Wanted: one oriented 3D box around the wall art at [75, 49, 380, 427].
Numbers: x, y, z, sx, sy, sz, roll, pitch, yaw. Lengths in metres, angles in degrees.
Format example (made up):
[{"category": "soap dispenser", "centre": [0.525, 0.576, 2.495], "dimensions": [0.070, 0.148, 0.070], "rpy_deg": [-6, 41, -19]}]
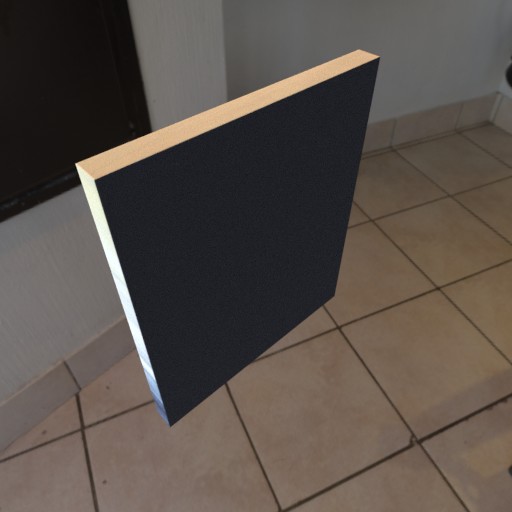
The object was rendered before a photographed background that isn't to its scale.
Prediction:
[{"category": "wall art", "centre": [0.000, 0.000, 0.697], "dimensions": [0.435, 0.511, 0.037], "rpy_deg": [-33, 53, -29]}]
